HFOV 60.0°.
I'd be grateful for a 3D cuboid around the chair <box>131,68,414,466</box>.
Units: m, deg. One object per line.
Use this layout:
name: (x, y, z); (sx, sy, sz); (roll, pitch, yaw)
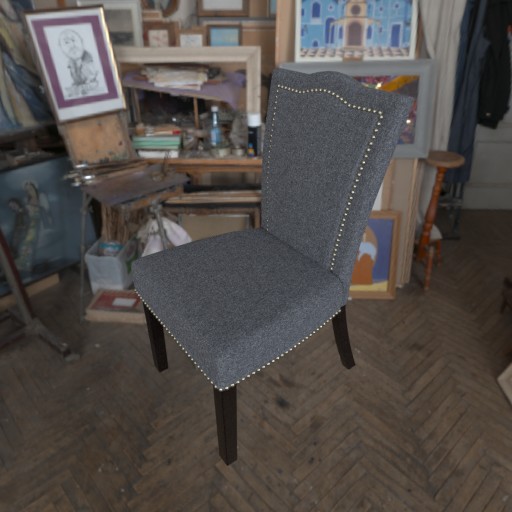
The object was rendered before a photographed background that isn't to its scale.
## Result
chair: (0.000, 0.000, 1.280); (0.589, 0.946, 0.518); (-21, 38, -30)
